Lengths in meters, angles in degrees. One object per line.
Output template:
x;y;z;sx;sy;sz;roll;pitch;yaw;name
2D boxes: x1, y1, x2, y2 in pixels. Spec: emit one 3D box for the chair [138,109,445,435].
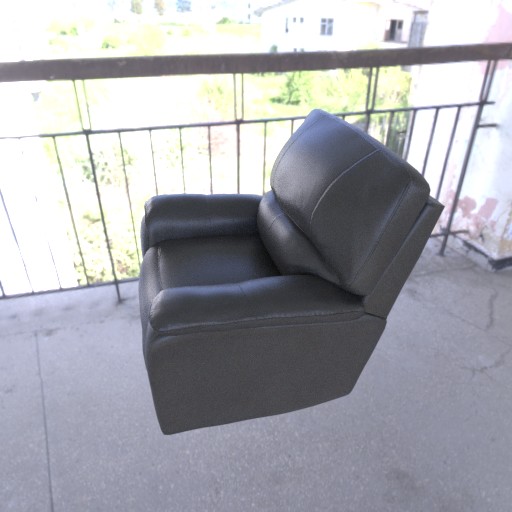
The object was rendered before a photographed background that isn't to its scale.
0.000;0.000;1.987;1.087;1.109;1.096;-7;31;-12;chair
